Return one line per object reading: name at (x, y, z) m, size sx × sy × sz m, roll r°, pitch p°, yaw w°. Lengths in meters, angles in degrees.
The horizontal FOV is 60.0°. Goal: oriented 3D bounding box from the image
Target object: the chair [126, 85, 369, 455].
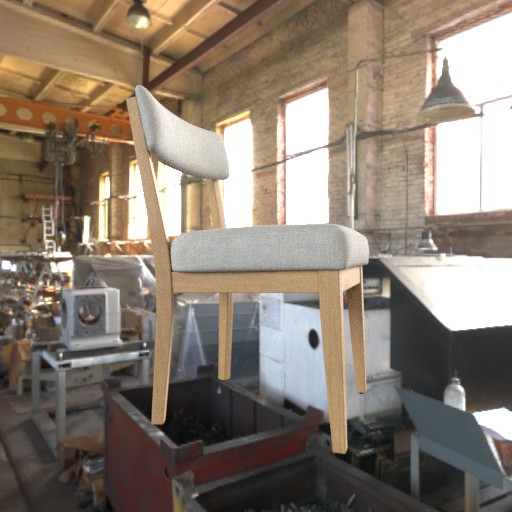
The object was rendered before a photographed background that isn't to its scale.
chair at (0.000, 0.000, 1.221) m, size 0.572 × 0.832 × 0.508 m, roll 0°, pitch 0°, yaw 19°
